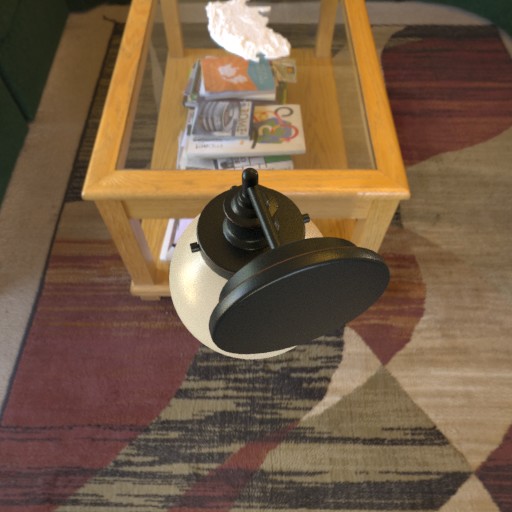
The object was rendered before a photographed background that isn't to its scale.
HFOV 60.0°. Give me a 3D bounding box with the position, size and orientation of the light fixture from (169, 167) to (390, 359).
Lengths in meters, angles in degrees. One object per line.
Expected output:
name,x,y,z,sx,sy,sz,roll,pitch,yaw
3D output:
light fixture,0.000,0.000,0.467,0.197,0.332,0.230,-15,60,-9
